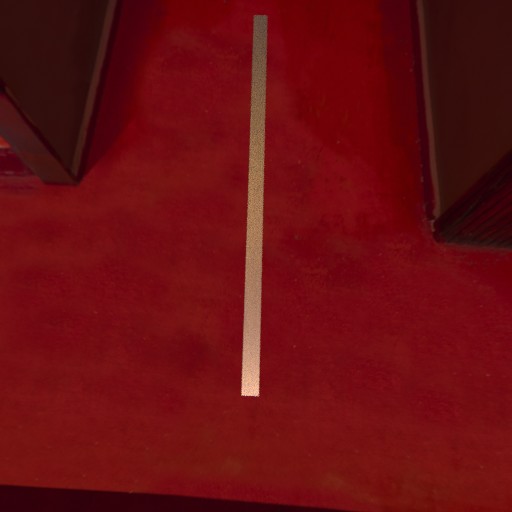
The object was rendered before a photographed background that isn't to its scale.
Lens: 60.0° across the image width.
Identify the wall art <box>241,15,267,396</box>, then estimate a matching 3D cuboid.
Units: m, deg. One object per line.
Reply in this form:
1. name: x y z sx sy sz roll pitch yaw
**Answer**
1. wall art: 0.000 0.000 1.380 0.030 1.046 0.816 1 73 0
